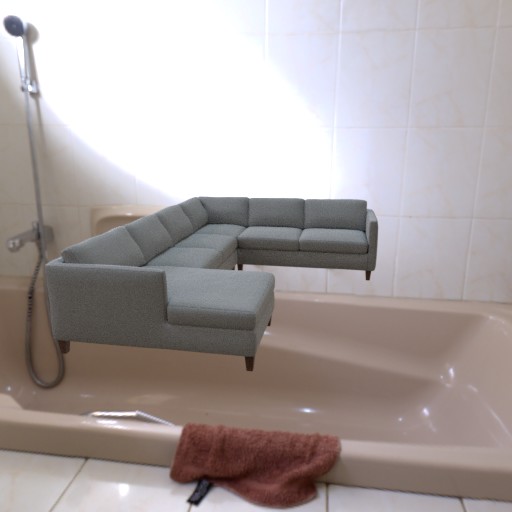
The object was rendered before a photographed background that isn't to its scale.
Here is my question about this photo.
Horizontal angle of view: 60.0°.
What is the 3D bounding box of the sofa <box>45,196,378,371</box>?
[{"bbox_3d":[0.000,0.000,4.542,2.551,0.853,3.238,3,15,10],"label":"sofa"}]
